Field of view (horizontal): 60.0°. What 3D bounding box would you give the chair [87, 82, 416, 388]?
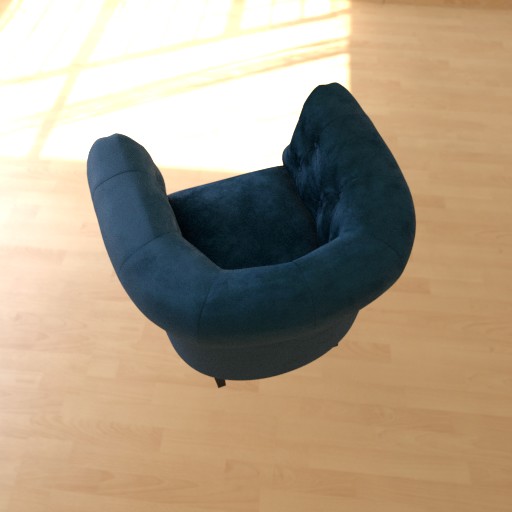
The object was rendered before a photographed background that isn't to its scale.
[{"bbox_3d":[0.000,0.000,1.564,0.904,0.826,0.851,-17,60,-10],"label":"chair"}]
